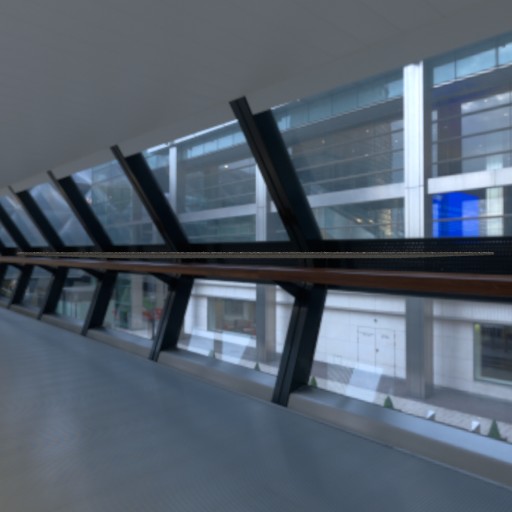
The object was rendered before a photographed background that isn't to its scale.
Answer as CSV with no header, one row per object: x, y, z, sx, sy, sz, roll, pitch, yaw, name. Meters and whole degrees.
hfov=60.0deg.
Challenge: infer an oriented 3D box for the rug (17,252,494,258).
0.000,0.000,2.238,1.783,0.008,1.175,0,-1,1,rug
